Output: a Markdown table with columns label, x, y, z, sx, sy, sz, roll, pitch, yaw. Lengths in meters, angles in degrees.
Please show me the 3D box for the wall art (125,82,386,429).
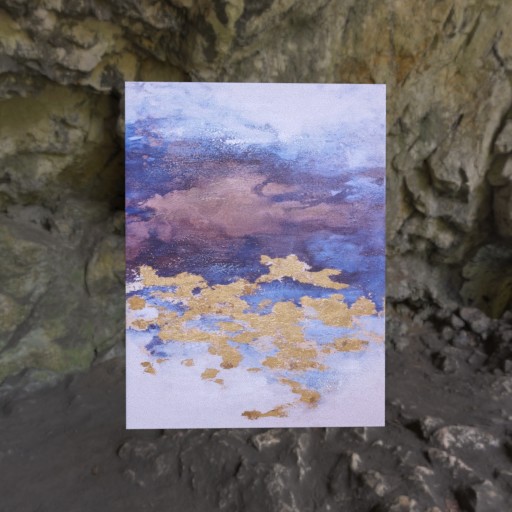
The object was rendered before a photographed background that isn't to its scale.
| label | x | y | z | sx | sy | sz | roll | pitch | yaw |
| --- | --- | --- | --- | --- | --- | --- | --- | --- | --- |
| wall art | 0.000 | 0.000 | 0.763 | 0.437 | 0.581 | 0.036 | 0 | 1 | -1 |
